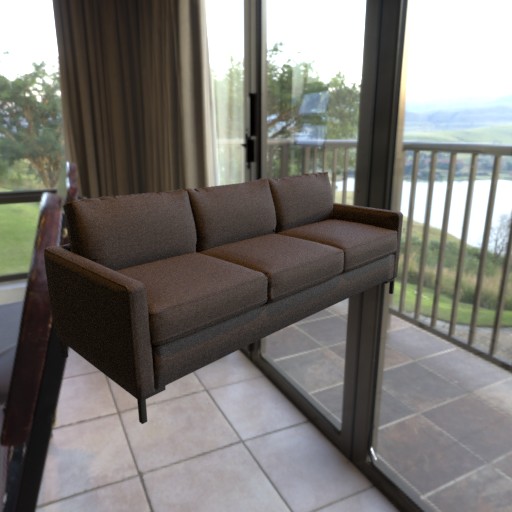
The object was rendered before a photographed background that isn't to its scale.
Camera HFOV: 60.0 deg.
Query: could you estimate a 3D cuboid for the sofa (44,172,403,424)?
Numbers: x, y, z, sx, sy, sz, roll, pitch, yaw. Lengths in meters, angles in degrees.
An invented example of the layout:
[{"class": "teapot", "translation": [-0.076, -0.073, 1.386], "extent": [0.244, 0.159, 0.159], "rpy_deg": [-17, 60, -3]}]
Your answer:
[{"class": "sofa", "translation": [0.000, 0.000, 2.774], "extent": [0.876, 0.882, 2.253], "rpy_deg": [15, 22, 42]}]
